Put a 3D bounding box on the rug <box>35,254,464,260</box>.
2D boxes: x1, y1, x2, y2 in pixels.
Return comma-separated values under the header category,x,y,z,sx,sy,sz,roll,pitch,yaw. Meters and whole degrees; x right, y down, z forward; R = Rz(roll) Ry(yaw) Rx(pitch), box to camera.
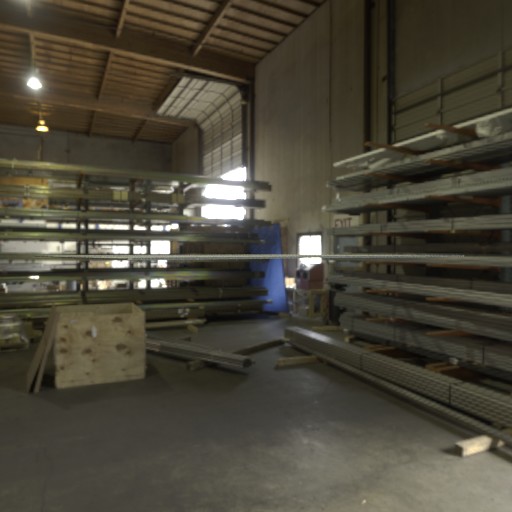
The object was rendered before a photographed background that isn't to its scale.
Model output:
category,x,y,z,sx,sy,sz,roll,pitch,yaw
rug,0.000,0.000,2.280,1.854,0.006,1.234,0,1,-37
